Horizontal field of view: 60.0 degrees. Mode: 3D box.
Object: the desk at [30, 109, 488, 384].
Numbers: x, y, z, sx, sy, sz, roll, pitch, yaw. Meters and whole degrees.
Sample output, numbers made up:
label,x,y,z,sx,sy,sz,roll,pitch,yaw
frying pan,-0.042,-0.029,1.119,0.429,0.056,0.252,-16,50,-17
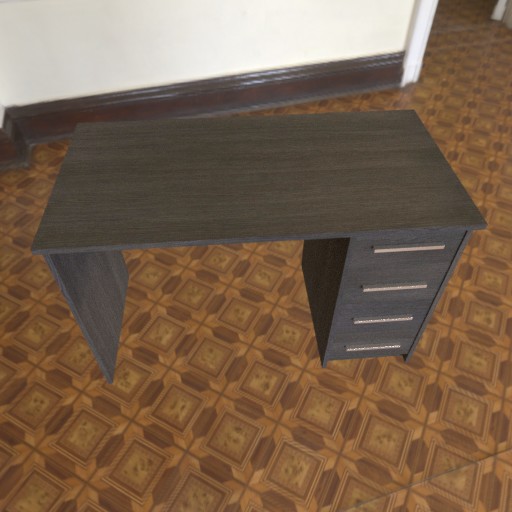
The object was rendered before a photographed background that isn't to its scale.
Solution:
label,x,y,z,sx,sy,sz,roll,pitch,yaw
desk,0.000,0.000,1.511,1.096,0.730,0.560,-3,47,-3
